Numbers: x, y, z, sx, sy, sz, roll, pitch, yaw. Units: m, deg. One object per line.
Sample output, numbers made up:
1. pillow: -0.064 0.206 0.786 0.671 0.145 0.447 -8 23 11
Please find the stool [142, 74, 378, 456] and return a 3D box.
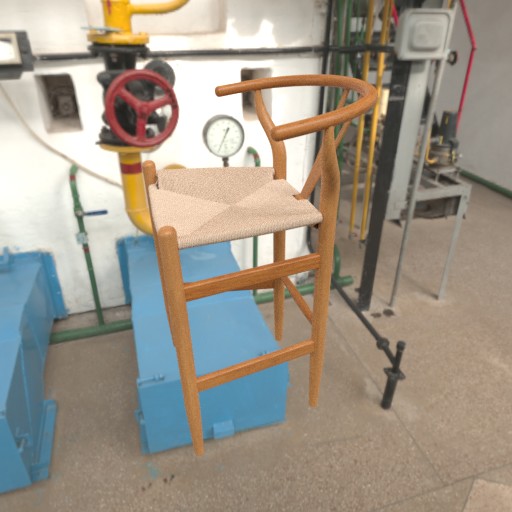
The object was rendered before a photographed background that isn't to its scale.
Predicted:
1. stool: 0.000 0.000 1.324 0.579 0.970 0.569 -8 30 -14
